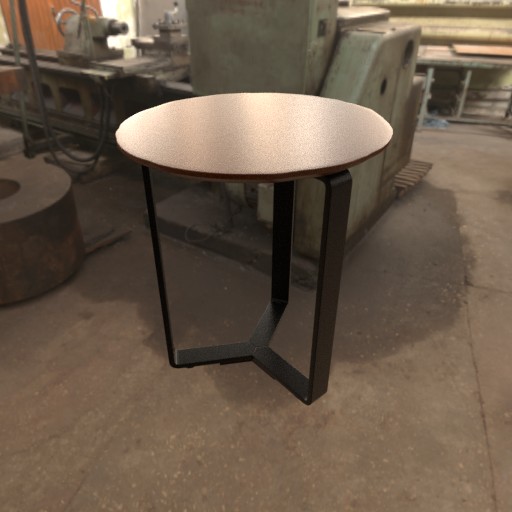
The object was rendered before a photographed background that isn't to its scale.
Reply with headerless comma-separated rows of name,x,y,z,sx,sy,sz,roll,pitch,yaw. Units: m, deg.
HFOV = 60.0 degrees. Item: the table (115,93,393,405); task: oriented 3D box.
table,0.000,0.000,0.754,0.380,0.450,0.410,11,33,17
